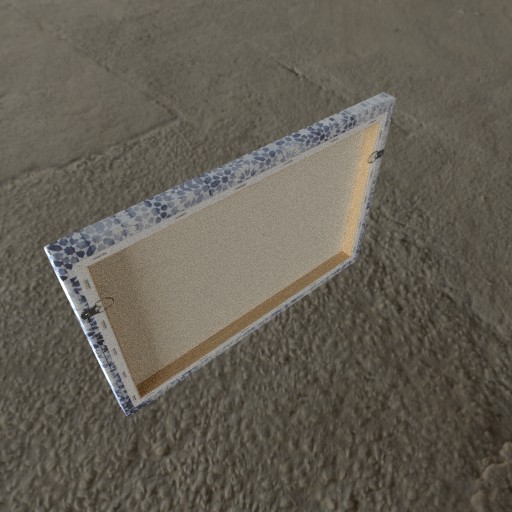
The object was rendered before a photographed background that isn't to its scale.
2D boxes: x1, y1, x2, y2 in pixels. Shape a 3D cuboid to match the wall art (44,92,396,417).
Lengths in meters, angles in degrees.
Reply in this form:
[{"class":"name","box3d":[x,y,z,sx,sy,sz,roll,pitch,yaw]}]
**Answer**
[{"class":"wall art","box3d":[0.000,0.000,0.780,0.608,0.406,0.030,-31,53,-26]}]
